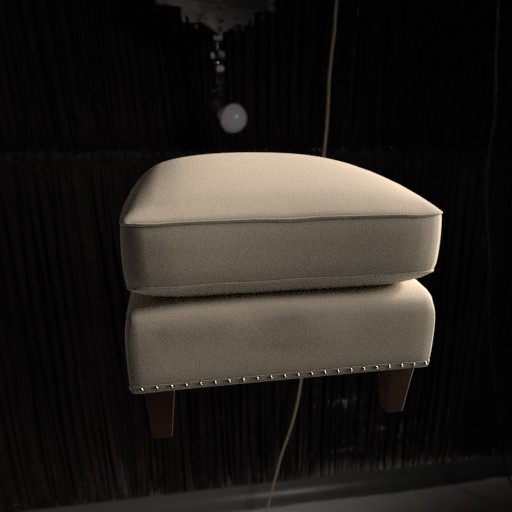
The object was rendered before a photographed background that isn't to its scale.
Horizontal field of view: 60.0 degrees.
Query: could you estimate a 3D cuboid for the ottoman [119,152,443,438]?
[{"bbox_3d":[0.000,0.000,1.139,0.584,0.513,0.741,-3,17,-9],"label":"ottoman"}]
